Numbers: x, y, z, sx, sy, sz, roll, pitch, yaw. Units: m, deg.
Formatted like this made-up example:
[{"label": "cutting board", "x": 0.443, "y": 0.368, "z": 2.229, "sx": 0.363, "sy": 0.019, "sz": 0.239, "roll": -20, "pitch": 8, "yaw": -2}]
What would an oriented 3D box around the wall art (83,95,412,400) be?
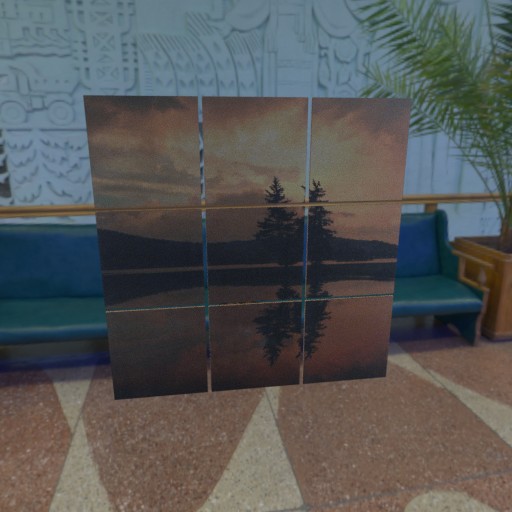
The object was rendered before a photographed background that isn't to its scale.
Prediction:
[{"label": "wall art", "x": 0.000, "y": 0.000, "z": 2.253, "sx": 1.520, "sy": 1.525, "sz": 0.013, "roll": -2, "pitch": 16, "yaw": -8}]
